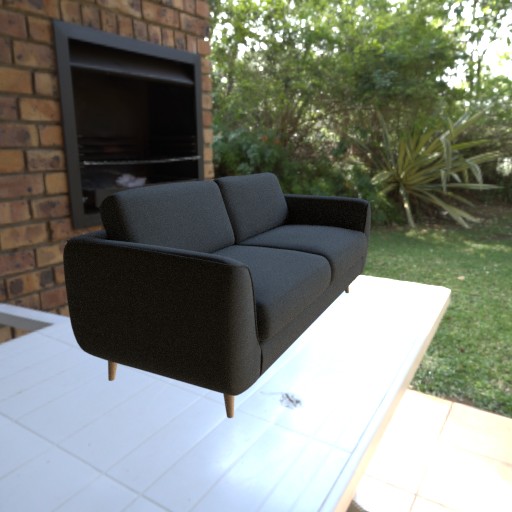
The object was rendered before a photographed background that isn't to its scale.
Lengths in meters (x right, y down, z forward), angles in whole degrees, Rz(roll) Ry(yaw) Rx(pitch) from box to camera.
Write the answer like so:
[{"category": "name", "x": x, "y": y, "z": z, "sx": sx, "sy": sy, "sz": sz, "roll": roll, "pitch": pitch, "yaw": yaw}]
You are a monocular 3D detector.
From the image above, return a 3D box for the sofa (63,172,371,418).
[{"category": "sofa", "x": 0.000, "y": 0.000, "z": 2.509, "sx": 0.920, "sy": 0.850, "sz": 2.000, "roll": 7, "pitch": 16, "yaw": 26}]
